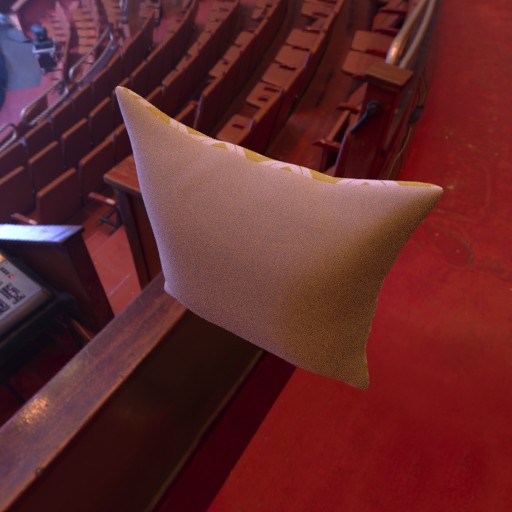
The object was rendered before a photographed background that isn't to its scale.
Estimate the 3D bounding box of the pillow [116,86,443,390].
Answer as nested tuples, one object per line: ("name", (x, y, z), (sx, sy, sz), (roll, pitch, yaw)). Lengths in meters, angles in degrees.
("pillow", (0.000, 0.000, 0.777), (0.504, 0.494, 0.188), (23, 51, 20))
